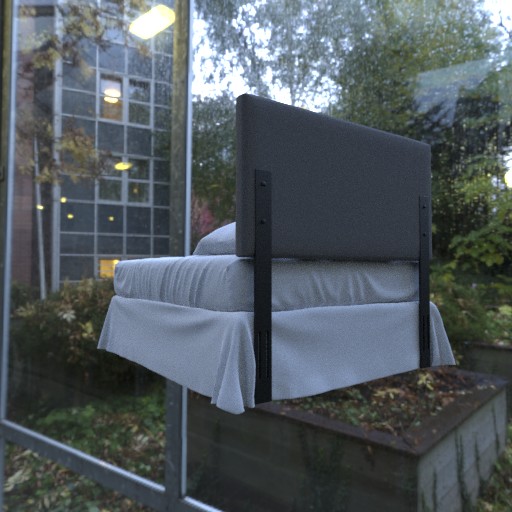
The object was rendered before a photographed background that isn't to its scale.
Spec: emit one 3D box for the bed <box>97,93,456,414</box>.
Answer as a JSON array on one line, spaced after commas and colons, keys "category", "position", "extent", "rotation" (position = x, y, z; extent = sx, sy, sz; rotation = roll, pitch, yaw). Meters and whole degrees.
[{"category": "bed", "position": [0.000, 0.000, 3.499], "extent": [1.936, 1.577, 2.222], "rotation": [1, -2, -35]}]
